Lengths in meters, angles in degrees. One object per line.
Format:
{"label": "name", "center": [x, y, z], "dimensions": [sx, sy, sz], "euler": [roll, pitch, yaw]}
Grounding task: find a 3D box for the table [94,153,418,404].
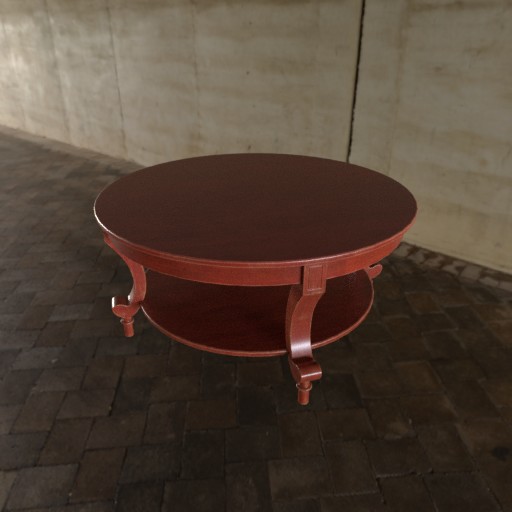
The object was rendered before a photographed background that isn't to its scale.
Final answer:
{"label": "table", "center": [0.000, 0.000, 1.580], "dimensions": [1.029, 0.486, 1.029], "euler": [0, 27, 0]}
